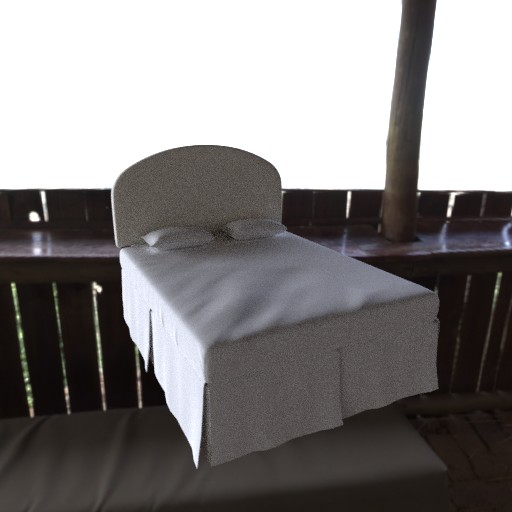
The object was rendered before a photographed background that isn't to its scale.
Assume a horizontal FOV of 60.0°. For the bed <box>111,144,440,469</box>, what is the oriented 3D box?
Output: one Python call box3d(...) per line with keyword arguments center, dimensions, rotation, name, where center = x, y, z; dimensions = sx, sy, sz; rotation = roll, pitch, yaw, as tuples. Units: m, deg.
box3d(center=(0.000, 0.000, 3.054), dimensions=(1.607, 1.410, 2.005), rotation=(-9, 19, -26), name="bed")
